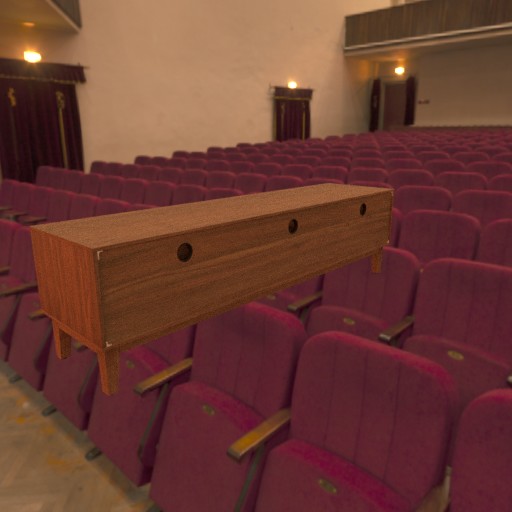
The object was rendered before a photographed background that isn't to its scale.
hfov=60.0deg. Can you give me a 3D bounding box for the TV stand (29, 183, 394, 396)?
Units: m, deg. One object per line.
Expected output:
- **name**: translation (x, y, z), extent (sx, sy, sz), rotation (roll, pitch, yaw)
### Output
- **TV stand**: translation (0.000, 0.000, 1.708), extent (0.366, 0.409, 1.482), rotation (14, 21, 41)
